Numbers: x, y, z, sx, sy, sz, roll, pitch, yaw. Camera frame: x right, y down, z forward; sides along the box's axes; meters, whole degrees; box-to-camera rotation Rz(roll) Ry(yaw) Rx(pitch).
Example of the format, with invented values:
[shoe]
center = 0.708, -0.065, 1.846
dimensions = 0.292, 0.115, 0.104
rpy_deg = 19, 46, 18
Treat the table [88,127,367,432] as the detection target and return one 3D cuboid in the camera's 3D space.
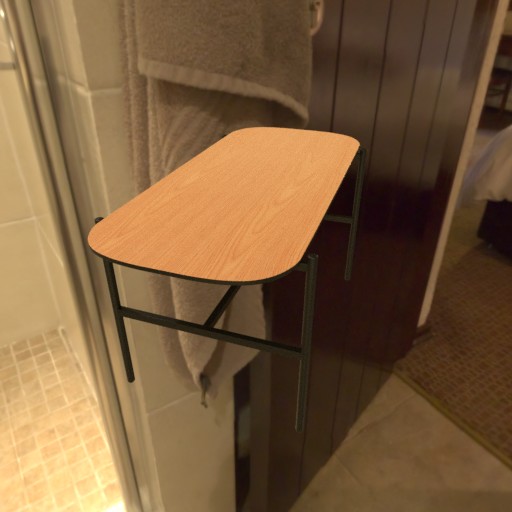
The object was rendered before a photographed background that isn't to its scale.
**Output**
[table]
center = 0.000, 0.000, 1.057
dimensions = 0.400, 0.400, 0.800
rpy_deg = 10, 32, 17
